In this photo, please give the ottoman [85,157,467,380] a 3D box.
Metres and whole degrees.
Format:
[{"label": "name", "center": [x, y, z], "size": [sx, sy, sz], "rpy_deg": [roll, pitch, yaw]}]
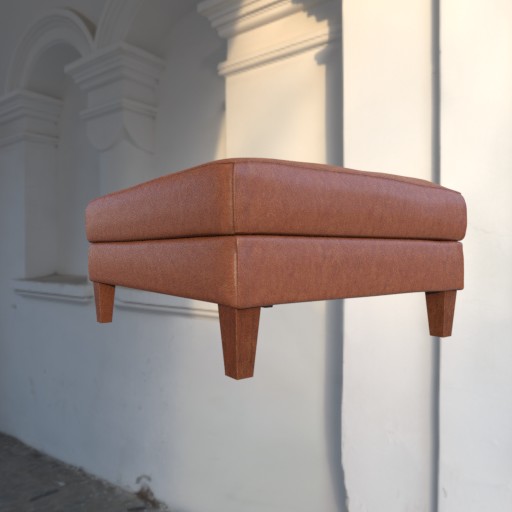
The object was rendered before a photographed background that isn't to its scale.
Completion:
[{"label": "ottoman", "center": [0.000, 0.000, 1.439], "size": [0.836, 0.472, 0.987], "rpy_deg": [0, 1, -36]}]
